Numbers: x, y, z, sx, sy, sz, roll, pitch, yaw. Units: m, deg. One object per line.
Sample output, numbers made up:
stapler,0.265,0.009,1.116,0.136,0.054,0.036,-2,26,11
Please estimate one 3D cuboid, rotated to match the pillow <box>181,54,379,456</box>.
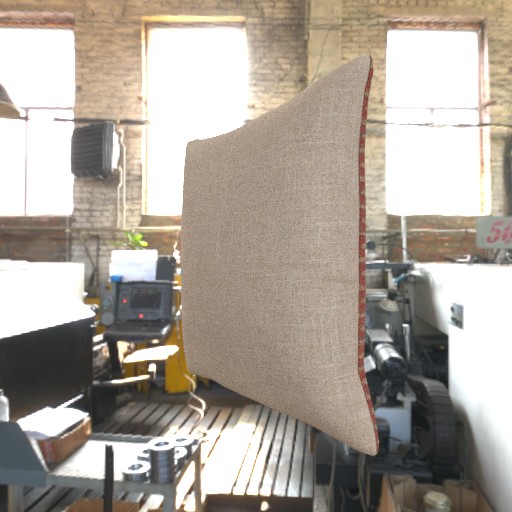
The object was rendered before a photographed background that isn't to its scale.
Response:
pillow,0.000,0.000,0.759,0.182,0.503,0.511,0,-1,-35
